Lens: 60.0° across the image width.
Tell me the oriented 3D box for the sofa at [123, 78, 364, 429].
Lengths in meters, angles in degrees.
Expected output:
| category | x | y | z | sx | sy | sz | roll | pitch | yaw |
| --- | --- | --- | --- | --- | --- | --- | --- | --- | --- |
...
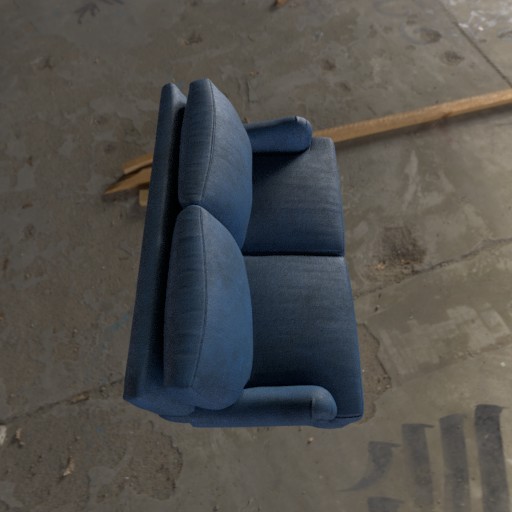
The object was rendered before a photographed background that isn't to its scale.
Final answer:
| category | x | y | z | sx | sy | sz | roll | pitch | yaw |
| --- | --- | --- | --- | --- | --- | --- | --- | --- | --- |
| sofa | 0.000 | 0.000 | 2.563 | 1.084 | 1.101 | 1.853 | 0 | 63 | 0 |
